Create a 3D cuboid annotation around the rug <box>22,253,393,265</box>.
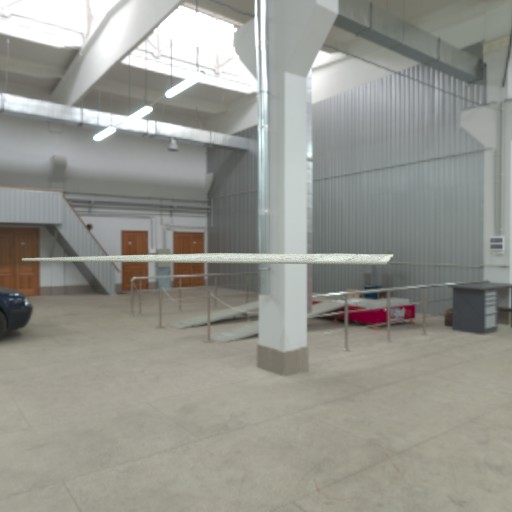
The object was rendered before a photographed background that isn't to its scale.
[{"bbox_3d":[0.000,0.000,3.935,2.311,0.032,2.921,0,1,18],"label":"rug"}]
